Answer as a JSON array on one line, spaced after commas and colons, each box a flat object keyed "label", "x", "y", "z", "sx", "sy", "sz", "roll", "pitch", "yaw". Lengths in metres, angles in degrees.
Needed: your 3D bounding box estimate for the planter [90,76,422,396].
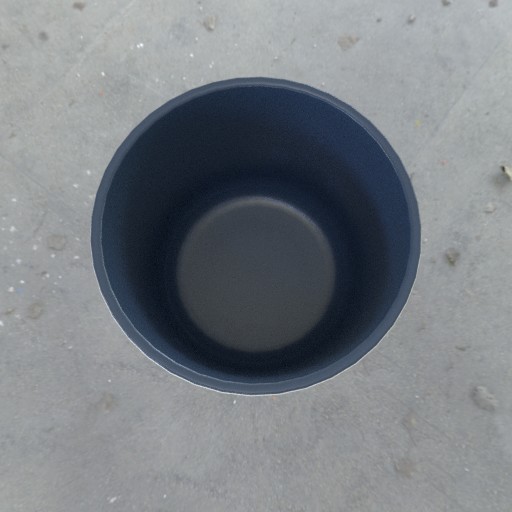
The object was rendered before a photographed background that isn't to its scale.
[{"label": "planter", "x": 0.000, "y": 0.000, "z": 0.395, "sx": 0.224, "sy": 0.203, "sz": 0.224, "roll": 0, "pitch": 77, "yaw": 0}]
